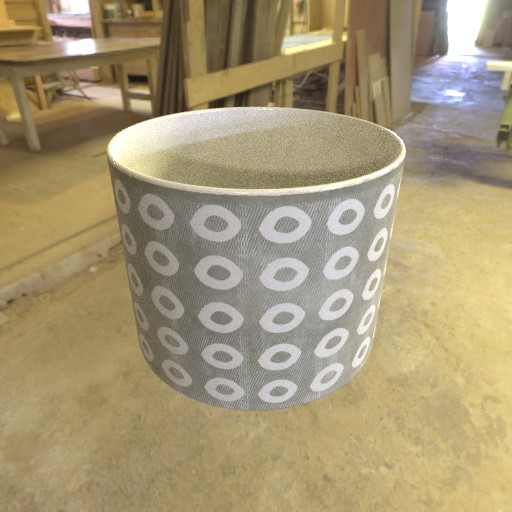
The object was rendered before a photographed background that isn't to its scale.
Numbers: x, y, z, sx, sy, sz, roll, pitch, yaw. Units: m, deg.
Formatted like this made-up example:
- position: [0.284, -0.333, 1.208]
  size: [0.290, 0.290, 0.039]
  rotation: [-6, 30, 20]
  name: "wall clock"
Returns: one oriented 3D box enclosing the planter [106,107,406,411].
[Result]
- position: [0.000, 0.000, 0.445]
  size: [0.250, 0.239, 0.250]
  rotation: [0, 30, 0]
  name: "planter"
